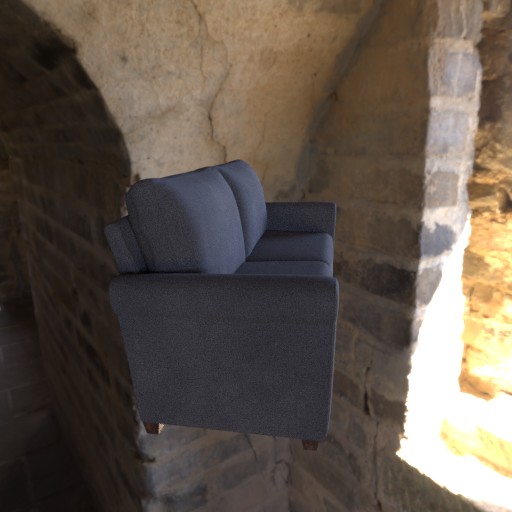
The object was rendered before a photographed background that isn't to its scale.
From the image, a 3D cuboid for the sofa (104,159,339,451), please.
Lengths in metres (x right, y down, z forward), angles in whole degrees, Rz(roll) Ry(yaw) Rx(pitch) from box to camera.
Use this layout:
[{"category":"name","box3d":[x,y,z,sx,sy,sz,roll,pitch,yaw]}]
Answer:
[{"category":"sofa","box3d":[0.000,0.000,2.371,0.842,0.942,1.935,2,15,9]}]
